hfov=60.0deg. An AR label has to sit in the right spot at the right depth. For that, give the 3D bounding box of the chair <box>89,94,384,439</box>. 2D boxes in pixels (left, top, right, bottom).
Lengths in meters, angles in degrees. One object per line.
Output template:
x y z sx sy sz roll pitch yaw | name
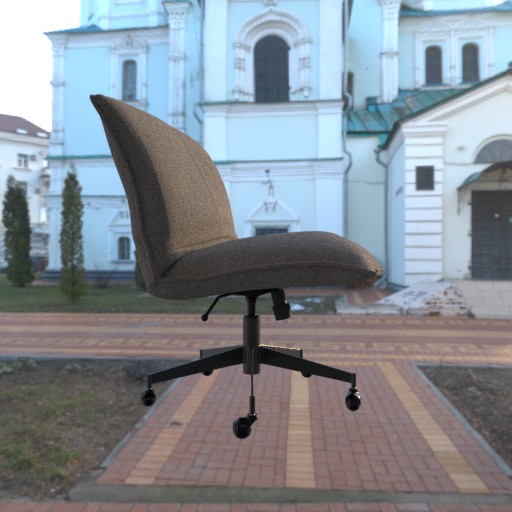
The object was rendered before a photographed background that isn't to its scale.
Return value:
0.000 0.000 1.255 0.696 0.811 0.597 0 -1 18 | chair
